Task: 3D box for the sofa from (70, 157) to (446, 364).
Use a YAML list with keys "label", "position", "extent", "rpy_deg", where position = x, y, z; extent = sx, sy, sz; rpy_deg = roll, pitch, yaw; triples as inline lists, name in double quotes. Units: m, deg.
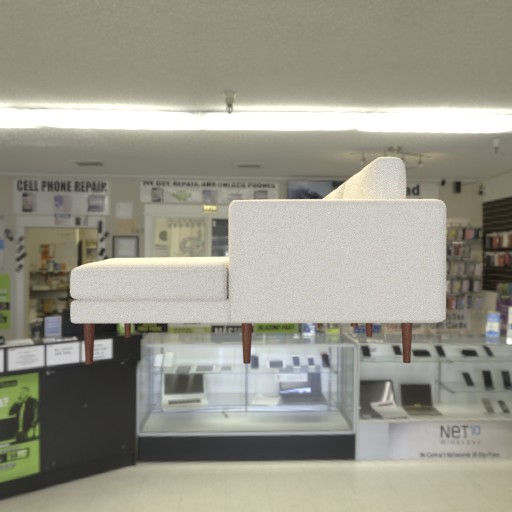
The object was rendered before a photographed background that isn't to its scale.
- label: "sofa"
  position: [0.000, 0.000, 2.838]
  extent: [1.580, 0.899, 2.029]
  rpy_deg: [0, 0, -1]
